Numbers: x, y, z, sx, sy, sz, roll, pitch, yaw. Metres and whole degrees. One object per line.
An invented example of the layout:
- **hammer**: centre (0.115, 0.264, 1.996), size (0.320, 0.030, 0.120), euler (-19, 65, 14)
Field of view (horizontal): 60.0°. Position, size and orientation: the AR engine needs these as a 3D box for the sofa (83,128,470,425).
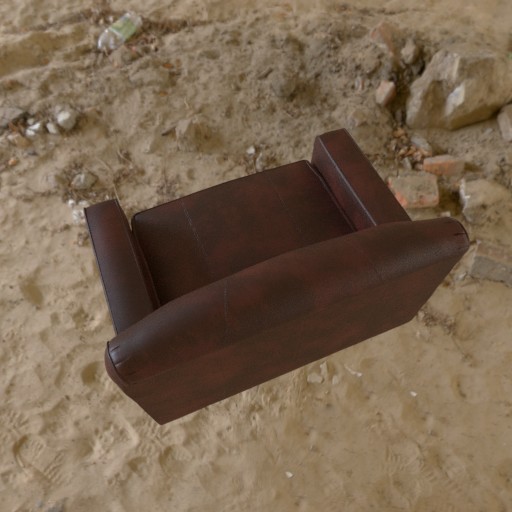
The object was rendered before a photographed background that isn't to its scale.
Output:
- **sofa**: centre (0.000, 0.000, 2.103), size (1.413, 0.956, 1.000), euler (-20, 61, -11)
